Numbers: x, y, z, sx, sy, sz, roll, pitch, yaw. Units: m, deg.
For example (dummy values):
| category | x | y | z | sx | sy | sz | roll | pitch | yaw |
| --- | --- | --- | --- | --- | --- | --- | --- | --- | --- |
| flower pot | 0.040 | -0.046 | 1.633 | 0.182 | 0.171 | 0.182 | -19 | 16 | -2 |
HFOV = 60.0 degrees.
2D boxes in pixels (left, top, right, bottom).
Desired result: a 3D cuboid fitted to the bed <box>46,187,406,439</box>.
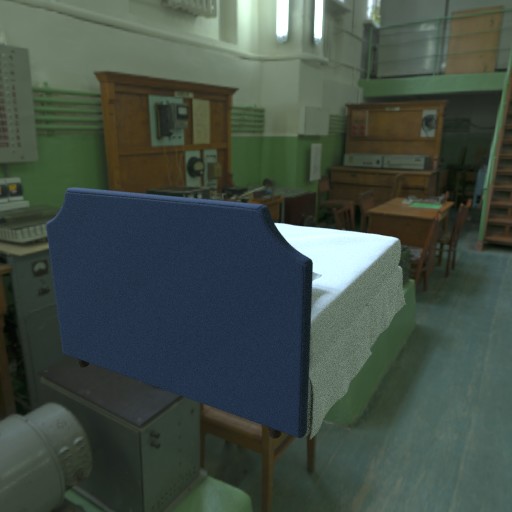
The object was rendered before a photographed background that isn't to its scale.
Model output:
| category | x | y | z | sx | sy | sz | roll | pitch | yaw |
| --- | --- | --- | --- | --- | --- | --- | --- | --- | --- |
| bed | 0.000 | 0.000 | 4.192 | 2.350 | 1.488 | 2.773 | 9 | 18 | 28 |
